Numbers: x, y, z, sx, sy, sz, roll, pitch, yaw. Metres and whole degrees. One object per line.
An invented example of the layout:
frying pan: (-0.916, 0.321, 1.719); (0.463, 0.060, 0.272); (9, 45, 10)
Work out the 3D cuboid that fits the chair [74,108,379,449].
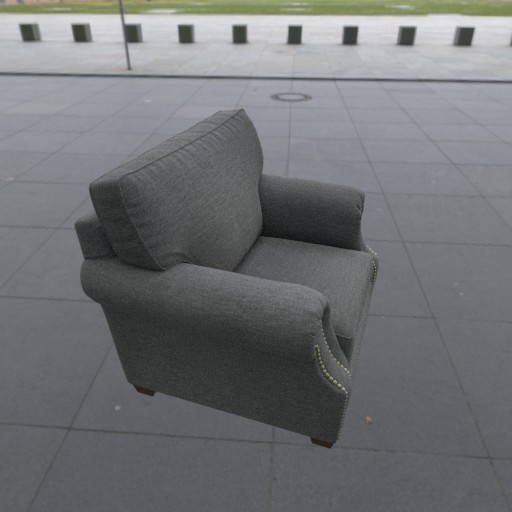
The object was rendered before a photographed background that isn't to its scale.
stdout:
chair: (0.000, 0.000, 1.841); (0.965, 0.961, 1.092); (10, 33, 17)
